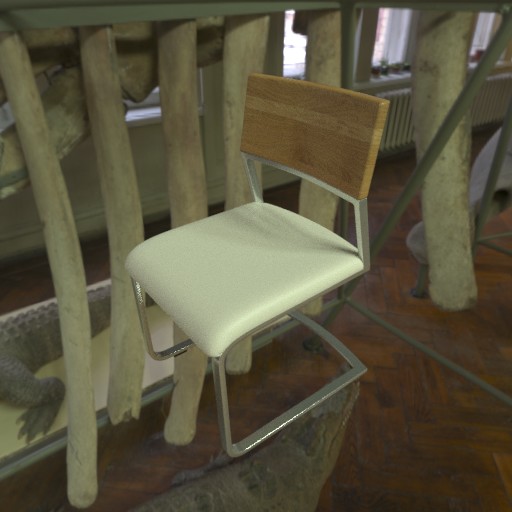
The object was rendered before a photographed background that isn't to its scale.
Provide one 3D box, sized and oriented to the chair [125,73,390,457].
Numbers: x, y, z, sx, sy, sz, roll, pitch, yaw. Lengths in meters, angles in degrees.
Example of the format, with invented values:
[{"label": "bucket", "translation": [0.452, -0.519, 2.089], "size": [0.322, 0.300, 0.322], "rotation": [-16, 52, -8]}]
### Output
[{"label": "chair", "translation": [0.000, 0.000, 1.204], "size": [0.585, 0.844, 0.467], "rotation": [-21, 37, -31]}]
